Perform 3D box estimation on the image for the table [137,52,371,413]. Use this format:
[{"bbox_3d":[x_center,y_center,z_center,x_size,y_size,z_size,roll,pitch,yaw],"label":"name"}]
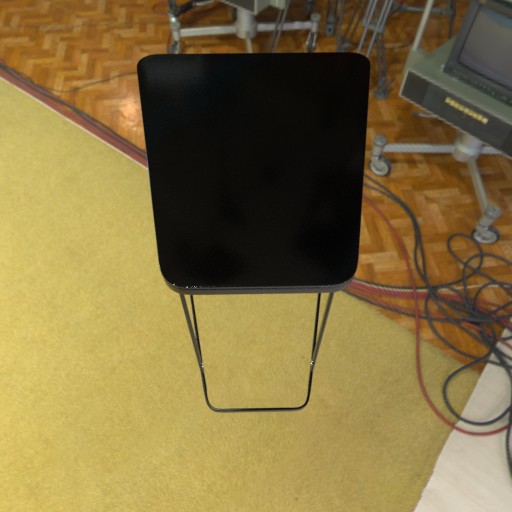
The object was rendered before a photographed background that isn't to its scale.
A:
[{"bbox_3d":[0.000,0.000,0.952,0.427,0.624,0.500,-1,57,-1],"label":"table"}]
